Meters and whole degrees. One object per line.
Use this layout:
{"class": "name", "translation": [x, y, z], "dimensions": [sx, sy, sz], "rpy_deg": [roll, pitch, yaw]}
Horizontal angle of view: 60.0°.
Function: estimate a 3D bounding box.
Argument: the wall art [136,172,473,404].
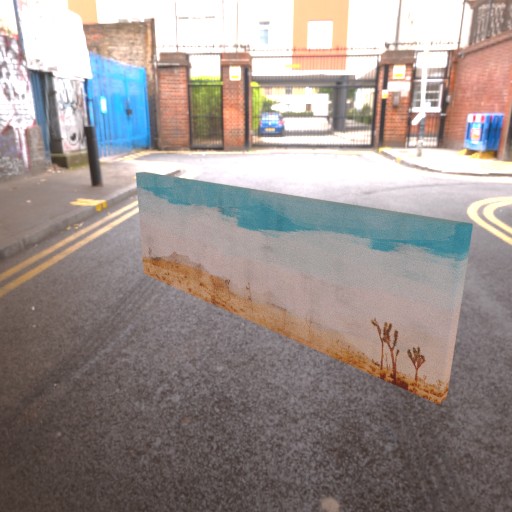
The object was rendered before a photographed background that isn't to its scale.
{"class": "wall art", "translation": [0.000, 0.000, 0.844], "dimensions": [0.759, 0.254, 0.044], "rpy_deg": [17, 24, 42]}
